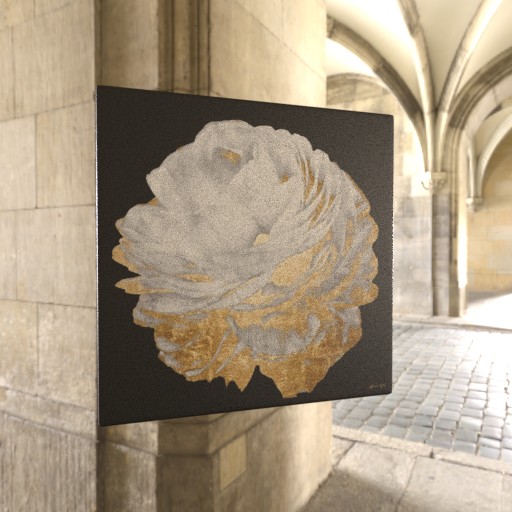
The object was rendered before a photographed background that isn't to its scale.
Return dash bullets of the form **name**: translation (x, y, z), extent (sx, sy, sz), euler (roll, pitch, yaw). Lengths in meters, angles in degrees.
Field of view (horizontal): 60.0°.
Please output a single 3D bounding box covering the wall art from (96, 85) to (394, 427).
- **wall art**: translation (0.000, 0.000, 0.604), extent (0.406, 0.407, 0.041), euler (0, 1, -17)
